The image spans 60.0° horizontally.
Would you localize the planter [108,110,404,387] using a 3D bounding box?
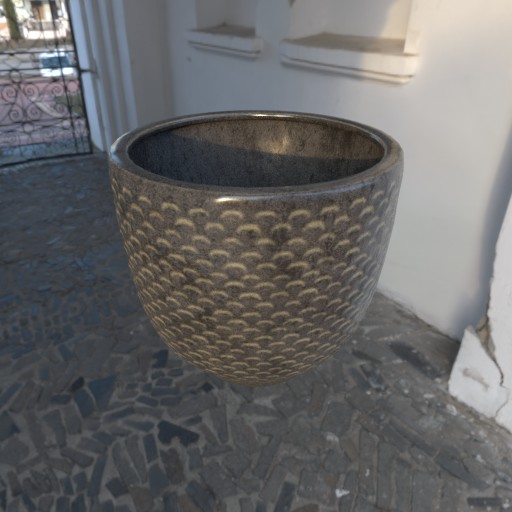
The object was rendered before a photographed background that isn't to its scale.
[{"bbox_3d":[0.000,0.000,0.304,0.172,0.160,0.172,0,30,0],"label":"planter"}]
